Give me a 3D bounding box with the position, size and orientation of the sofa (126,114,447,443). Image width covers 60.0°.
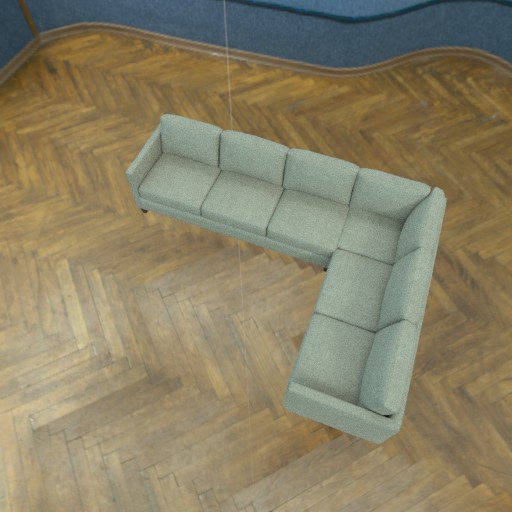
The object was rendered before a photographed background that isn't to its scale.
[{"bbox_3d":[0.000,0.000,4.511,3.333,0.934,2.522,18,60,11],"label":"sofa"}]
